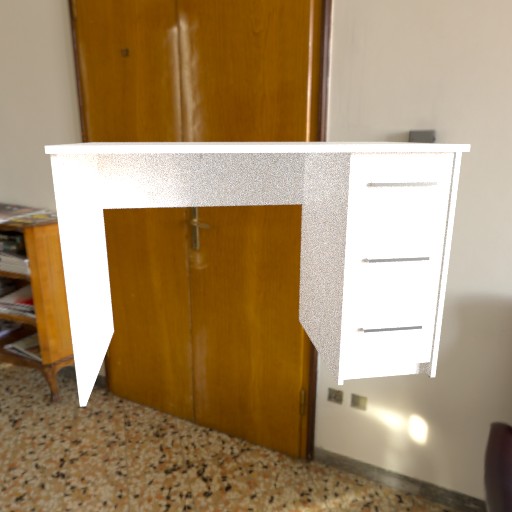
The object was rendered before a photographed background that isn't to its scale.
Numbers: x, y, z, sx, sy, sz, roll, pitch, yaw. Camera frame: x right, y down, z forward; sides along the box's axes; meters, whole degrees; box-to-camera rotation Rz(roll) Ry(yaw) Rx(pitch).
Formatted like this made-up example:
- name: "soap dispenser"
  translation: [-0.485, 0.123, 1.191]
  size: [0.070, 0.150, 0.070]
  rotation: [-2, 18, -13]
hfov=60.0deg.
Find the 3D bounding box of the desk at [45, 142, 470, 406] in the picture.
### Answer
- name: "desk"
  translation: [0.000, 0.000, 1.491]
  size: [1.097, 0.735, 0.560]
  rotation: [-2, 15, -8]
